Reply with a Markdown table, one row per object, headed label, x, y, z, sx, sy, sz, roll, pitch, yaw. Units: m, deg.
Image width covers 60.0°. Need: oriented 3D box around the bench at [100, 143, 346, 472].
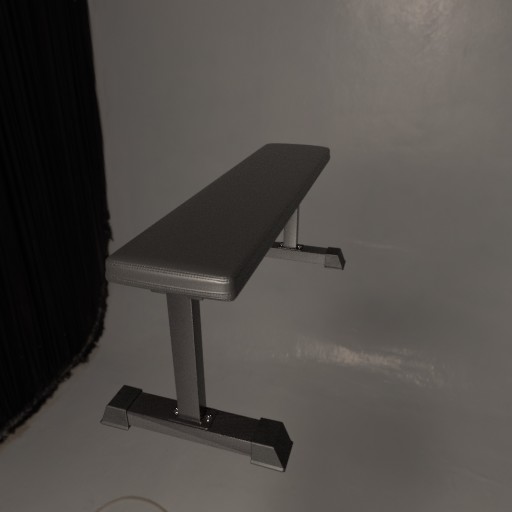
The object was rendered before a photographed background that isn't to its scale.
| label | x | y | z | sx | sy | sz | roll | pitch | yaw |
| --- | --- | --- | --- | --- | --- | --- | --- | --- | --- |
| bench | 0.000 | 0.000 | 1.302 | 0.439 | 0.453 | 1.072 | 8 | 27 | 16 |
